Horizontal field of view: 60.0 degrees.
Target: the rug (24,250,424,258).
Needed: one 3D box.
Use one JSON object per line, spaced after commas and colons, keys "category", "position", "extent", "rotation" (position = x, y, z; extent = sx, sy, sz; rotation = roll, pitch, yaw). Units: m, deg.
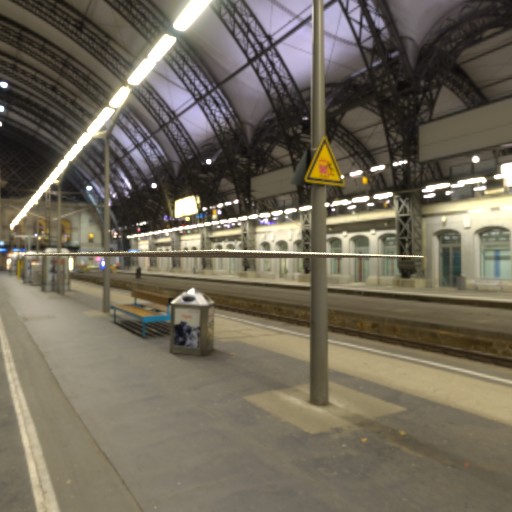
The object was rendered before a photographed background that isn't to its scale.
{"category": "rug", "position": [0.000, 0.000, 1.094], "extent": [0.556, 0.004, 0.868], "rotation": [-1, -1, 37]}
